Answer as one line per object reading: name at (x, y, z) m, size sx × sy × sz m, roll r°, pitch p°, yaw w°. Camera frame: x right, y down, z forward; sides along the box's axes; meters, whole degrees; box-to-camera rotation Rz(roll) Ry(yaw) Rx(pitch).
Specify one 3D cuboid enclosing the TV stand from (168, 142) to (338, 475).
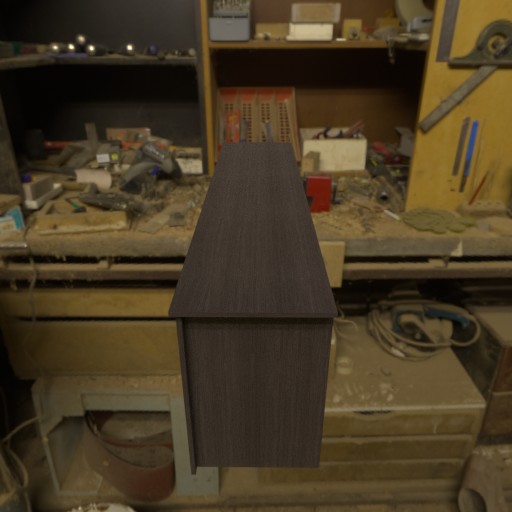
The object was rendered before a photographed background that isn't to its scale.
TV stand at (0.000, 0.000, 1.990) m, size 0.406 × 0.610 × 1.778 m, roll 0°, pitch 27°, yaw 0°
